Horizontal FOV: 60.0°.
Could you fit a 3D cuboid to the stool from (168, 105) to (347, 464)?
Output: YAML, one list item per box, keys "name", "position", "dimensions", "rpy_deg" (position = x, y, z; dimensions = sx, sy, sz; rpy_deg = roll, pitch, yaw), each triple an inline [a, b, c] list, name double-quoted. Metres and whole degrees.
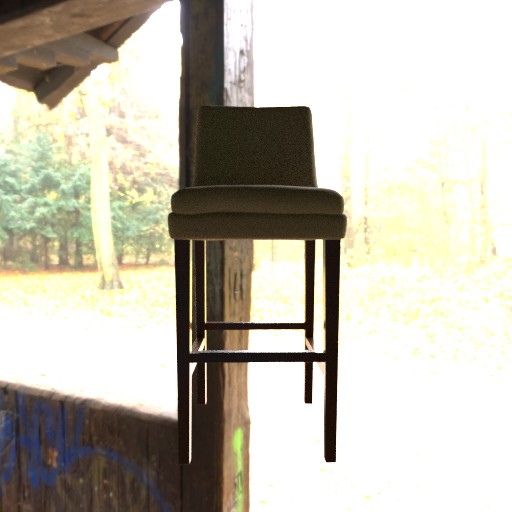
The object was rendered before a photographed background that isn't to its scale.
- name: "stool"
  position: [0.000, 0.000, 1.404]
  dimensions: [0.470, 1.078, 0.577]
  rpy_deg: [0, 2, -1]
